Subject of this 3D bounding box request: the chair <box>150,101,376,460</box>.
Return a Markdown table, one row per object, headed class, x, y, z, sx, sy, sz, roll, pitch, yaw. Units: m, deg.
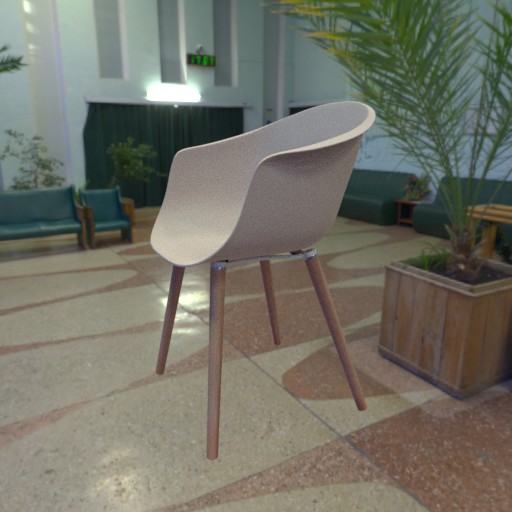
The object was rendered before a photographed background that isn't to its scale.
| class | x | y | z | sx | sy | sz | roll | pitch | yaw |
| --- | --- | --- | --- | --- | --- | --- | --- | --- | --- |
| chair | 0.000 | 0.000 | 1.160 | 0.504 | 0.781 | 0.593 | -8 | 16 | -27 |
